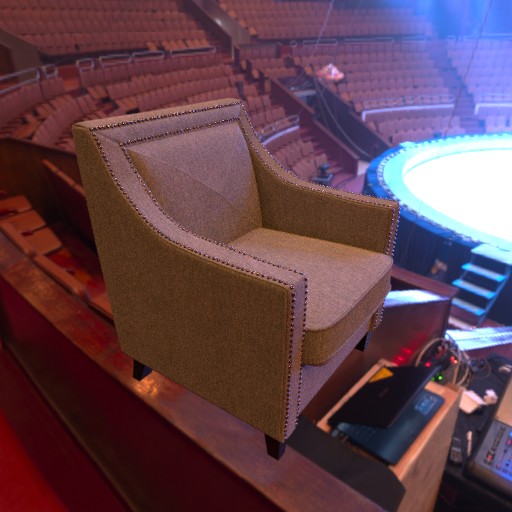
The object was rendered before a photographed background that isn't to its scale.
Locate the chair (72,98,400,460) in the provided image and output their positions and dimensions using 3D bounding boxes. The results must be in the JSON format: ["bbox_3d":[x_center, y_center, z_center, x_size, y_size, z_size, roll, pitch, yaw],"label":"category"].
[{"bbox_3d":[0.000,0.000,1.613,0.884,0.967,0.776,18,31,32],"label":"chair"}]
